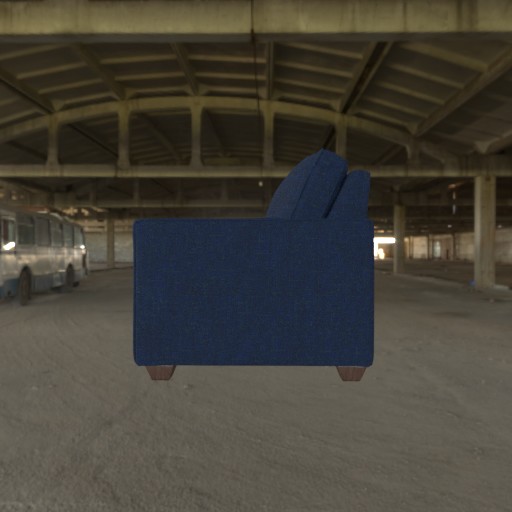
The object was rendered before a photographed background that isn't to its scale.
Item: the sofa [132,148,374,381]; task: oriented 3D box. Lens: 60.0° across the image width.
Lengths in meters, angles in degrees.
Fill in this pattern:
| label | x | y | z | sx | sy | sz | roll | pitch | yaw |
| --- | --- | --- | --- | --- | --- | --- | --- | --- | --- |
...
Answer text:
| label | x | y | z | sx | sy | sz | roll | pitch | yaw |
| --- | --- | --- | --- | --- | --- | --- | --- | --- | --- |
| sofa | 0.000 | 0.000 | 2.653 | 0.940 | 0.919 | 2.080 | 0 | 1 | 1 |
